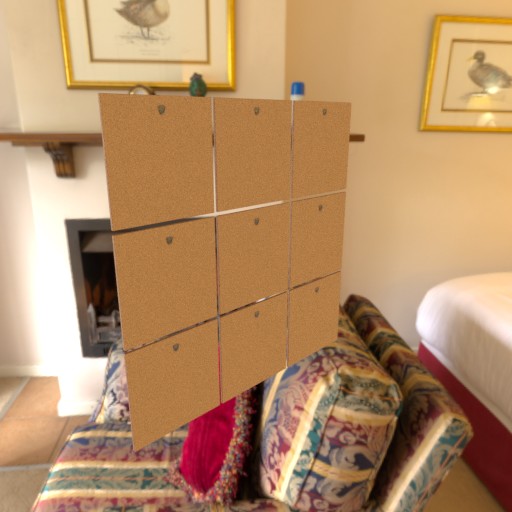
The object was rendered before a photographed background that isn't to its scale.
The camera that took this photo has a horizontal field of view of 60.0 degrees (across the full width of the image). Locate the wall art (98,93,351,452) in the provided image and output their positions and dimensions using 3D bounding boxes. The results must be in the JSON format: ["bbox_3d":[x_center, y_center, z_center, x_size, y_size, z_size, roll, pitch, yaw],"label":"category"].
[{"bbox_3d":[0.000,0.000,2.293,1.533,1.532,0.019,-16,23,-41],"label":"wall art"}]
